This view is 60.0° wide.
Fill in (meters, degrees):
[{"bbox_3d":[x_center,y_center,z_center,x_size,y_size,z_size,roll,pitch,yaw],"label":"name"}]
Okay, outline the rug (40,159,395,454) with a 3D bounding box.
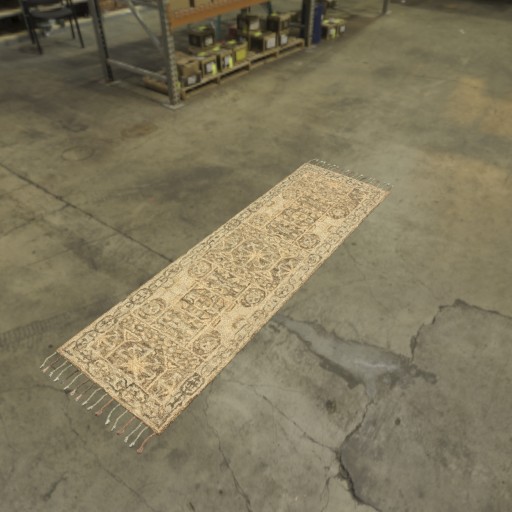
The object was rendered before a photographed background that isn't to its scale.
[{"bbox_3d":[0.000,0.000,2.849,0.762,0.011,2.664,26,47,27],"label":"rug"}]
